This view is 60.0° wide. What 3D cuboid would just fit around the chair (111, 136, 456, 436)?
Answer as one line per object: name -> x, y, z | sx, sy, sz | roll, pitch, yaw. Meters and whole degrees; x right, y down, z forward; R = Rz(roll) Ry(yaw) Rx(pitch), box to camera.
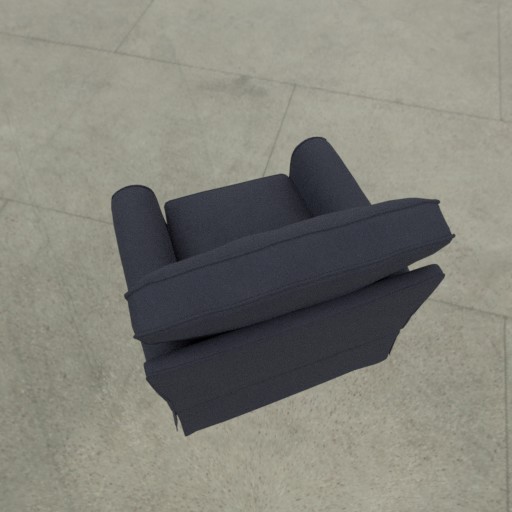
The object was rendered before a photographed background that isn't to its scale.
chair -> 0.000, 0.000, 1.932 | 1.119, 1.140, 1.002 | -17, 60, -10
